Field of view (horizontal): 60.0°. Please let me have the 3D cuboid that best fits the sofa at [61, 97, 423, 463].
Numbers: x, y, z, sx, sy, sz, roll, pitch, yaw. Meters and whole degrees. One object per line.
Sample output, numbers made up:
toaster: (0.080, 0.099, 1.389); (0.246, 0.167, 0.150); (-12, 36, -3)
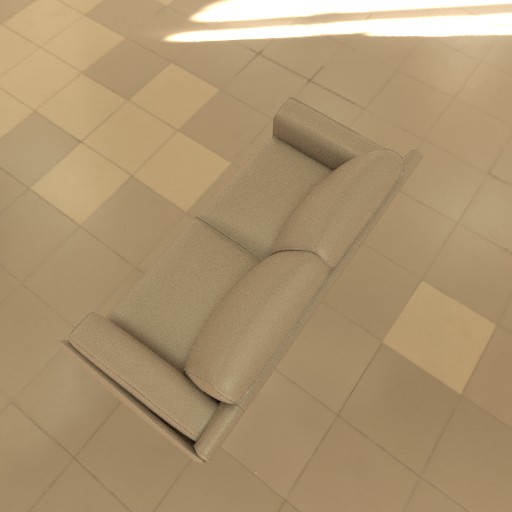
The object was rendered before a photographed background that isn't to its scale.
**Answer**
sofa: (0.000, 0.000, 2.572); (1.049, 0.930, 2.101); (33, 68, 15)
